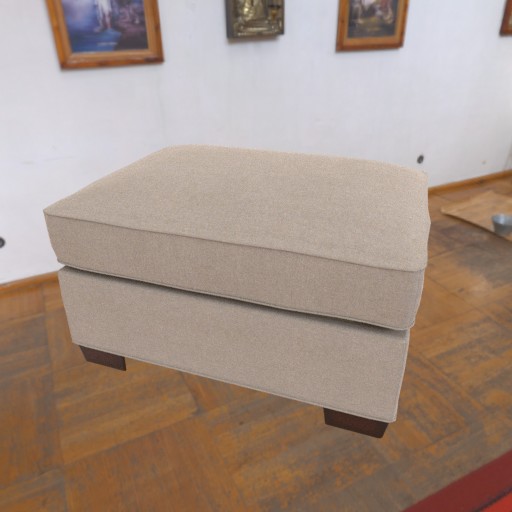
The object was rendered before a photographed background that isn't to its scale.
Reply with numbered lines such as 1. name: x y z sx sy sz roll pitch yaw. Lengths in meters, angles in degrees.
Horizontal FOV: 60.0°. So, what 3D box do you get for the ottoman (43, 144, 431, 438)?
1. ottoman: 0.000 0.000 1.231 0.846 0.503 0.617 9 30 17
